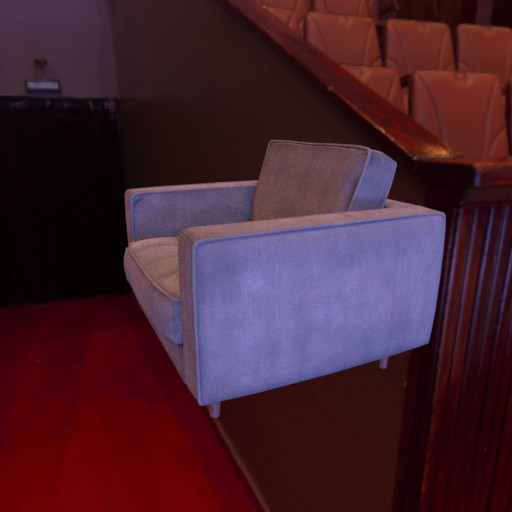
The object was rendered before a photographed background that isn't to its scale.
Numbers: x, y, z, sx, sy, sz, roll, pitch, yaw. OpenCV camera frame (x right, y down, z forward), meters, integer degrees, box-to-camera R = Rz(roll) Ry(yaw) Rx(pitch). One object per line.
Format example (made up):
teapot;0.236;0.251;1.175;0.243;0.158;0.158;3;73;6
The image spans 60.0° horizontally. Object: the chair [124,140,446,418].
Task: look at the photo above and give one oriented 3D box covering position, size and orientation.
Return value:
chair;0.000;0.000;1.567;0.843;0.773;0.928;-8;18;-24
